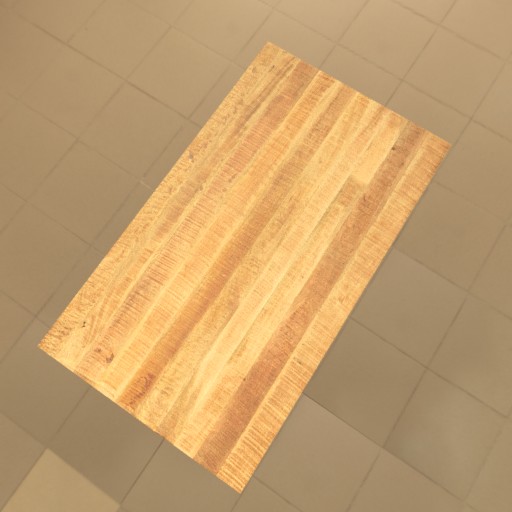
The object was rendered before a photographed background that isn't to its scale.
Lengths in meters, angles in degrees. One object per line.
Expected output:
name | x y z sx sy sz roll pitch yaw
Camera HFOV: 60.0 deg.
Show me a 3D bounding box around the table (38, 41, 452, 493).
table | 0.000 0.000 1.677 0.760 0.455 1.320 33 79 7
